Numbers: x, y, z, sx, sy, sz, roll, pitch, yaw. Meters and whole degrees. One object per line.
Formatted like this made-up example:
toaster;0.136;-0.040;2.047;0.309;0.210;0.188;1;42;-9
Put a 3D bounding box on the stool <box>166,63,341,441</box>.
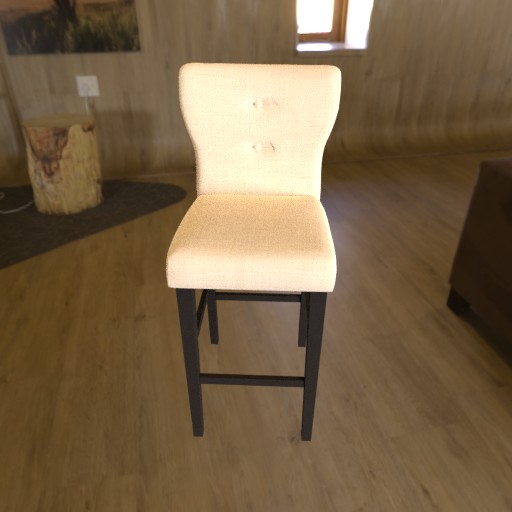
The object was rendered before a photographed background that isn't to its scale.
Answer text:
stool;0.000;0.000;1.474;0.516;1.124;0.603;1;30;2
